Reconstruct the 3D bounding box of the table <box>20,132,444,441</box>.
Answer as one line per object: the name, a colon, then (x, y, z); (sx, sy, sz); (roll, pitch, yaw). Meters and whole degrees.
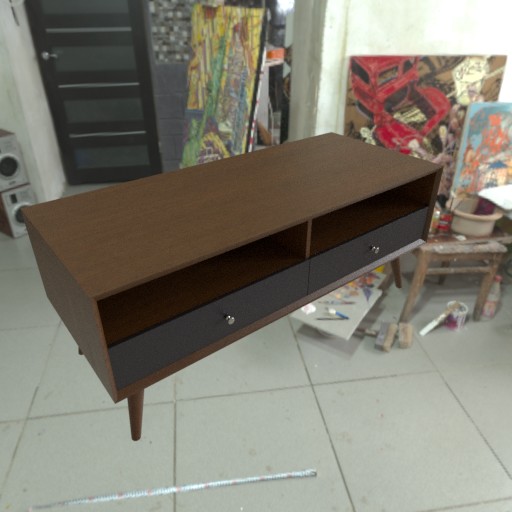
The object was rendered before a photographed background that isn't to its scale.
table: (0.000, 0.000, 1.363); (1.119, 0.464, 0.490); (-22, 37, -32)
